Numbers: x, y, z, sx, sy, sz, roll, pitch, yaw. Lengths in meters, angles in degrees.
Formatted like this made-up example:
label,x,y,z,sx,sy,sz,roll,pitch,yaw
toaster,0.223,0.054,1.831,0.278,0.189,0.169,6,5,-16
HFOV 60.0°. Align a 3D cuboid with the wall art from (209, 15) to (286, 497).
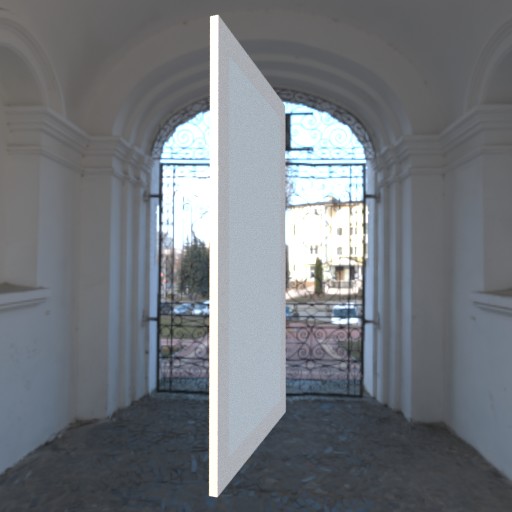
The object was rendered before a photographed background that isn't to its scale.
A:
label,x,y,z,sx,sy,sz,roll,pitch,yaw
wall art,0.000,0.000,0.809,0.013,0.683,0.380,0,-1,18
